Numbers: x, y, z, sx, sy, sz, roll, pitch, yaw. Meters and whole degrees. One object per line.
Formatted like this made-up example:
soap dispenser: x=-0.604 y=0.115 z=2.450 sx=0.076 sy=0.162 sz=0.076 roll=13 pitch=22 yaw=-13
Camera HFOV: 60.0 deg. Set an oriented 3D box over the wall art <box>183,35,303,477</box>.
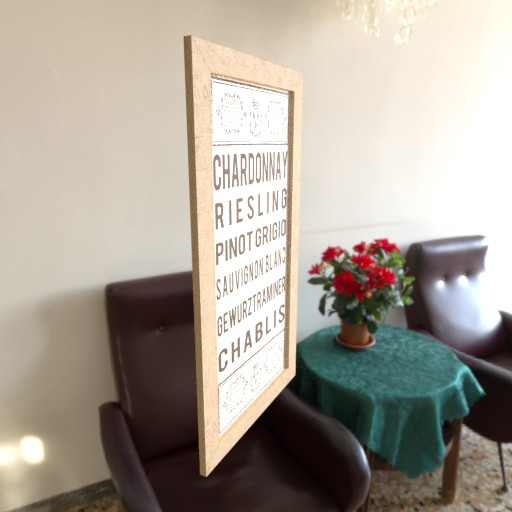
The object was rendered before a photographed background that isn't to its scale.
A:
wall art: x=0.000 y=0.000 z=0.828 sx=0.013 sy=0.683 sz=0.381 roll=8 pitch=17 yaw=27
